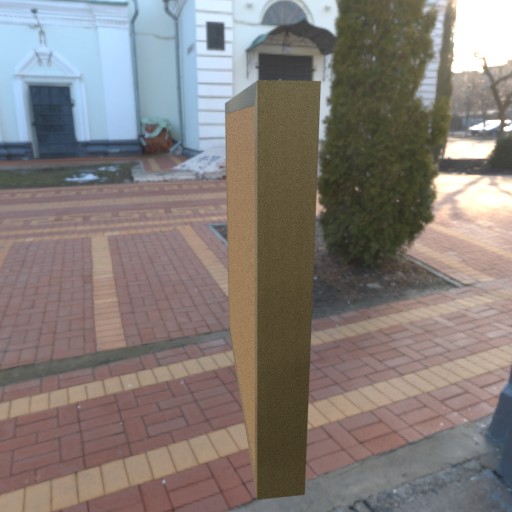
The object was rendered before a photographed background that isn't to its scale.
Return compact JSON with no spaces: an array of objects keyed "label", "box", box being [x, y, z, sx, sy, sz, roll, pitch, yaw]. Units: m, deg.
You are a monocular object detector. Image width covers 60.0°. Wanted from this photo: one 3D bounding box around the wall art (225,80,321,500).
[{"label":"wall art","box":[0.000,0.000,0.448,0.038,0.305,0.304,-2,17,-7]}]
